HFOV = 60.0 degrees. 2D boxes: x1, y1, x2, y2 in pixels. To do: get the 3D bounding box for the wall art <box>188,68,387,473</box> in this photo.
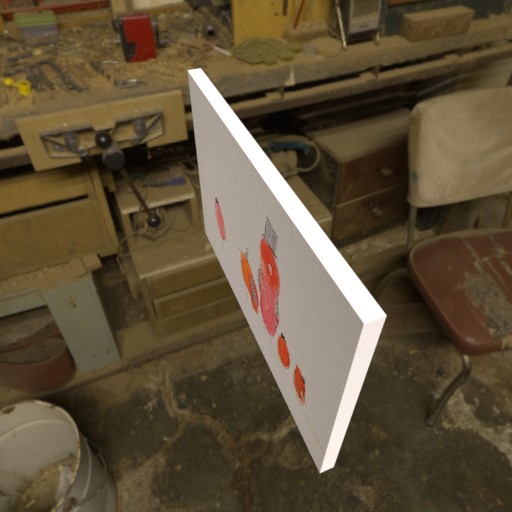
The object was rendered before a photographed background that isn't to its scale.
[{"bbox_3d":[0.000,0.000,1.147,0.038,0.609,0.914,-16,48,-15],"label":"wall art"}]
